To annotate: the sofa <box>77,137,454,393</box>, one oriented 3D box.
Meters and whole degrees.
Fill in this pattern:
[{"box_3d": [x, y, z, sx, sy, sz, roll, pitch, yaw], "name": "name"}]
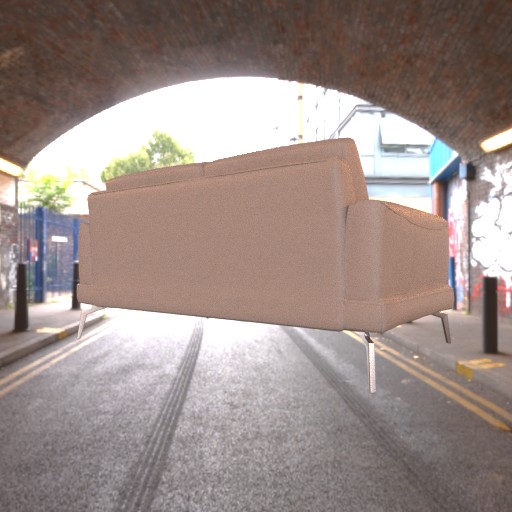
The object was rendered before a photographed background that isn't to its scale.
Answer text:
[{"box_3d": [0.000, 0.000, 2.418, 1.819, 0.930, 1.121, 0, -1, 36], "name": "sofa"}]
